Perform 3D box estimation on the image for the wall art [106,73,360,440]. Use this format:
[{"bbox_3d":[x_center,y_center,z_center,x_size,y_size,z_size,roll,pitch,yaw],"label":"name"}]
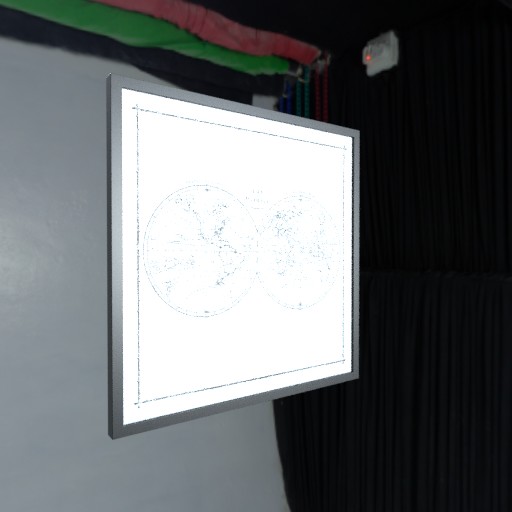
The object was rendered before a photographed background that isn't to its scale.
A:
[{"bbox_3d":[0.000,0.000,1.174,0.773,0.775,0.031,-1,1,-36],"label":"wall art"}]
